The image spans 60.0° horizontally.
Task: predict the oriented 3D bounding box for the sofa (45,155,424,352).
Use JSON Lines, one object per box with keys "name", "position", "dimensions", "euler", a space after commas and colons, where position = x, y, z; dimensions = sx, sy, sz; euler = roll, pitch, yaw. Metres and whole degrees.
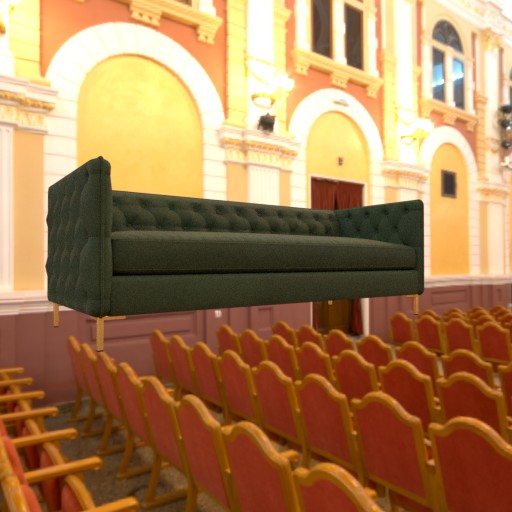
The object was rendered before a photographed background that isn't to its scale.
{"name": "sofa", "position": [0.000, 0.000, 2.676], "dimensions": [2.209, 0.771, 0.895], "euler": [0, -1, -36]}
